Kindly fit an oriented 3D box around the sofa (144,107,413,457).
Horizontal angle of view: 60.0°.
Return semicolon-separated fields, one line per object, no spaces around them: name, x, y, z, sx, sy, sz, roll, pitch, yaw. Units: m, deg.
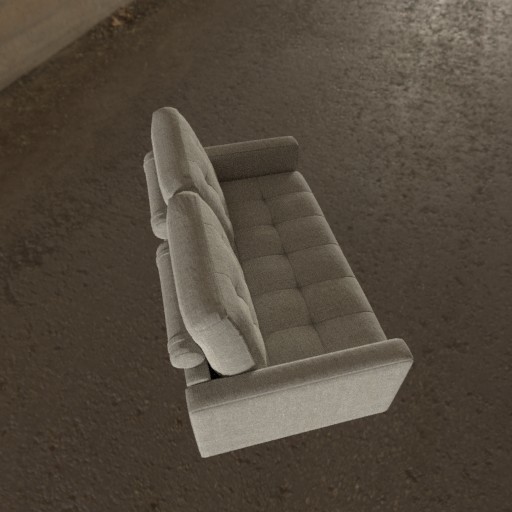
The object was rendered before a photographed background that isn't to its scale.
sofa;0.000;0.000;1.984;0.842;0.907;1.407;-11;49;-9
